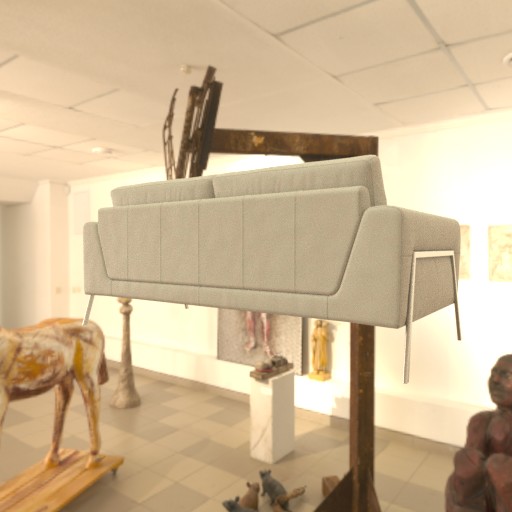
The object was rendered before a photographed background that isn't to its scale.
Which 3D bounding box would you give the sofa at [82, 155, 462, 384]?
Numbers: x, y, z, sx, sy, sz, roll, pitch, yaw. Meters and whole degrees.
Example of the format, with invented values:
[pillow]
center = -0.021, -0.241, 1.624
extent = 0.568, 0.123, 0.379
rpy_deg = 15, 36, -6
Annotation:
[sofa]
center = 0.000, 0.000, 2.549
extent = 2.017, 0.875, 0.953
rpy_deg = 1, 2, 36
